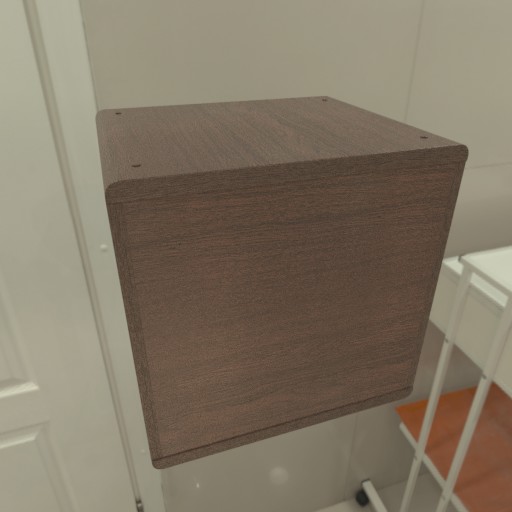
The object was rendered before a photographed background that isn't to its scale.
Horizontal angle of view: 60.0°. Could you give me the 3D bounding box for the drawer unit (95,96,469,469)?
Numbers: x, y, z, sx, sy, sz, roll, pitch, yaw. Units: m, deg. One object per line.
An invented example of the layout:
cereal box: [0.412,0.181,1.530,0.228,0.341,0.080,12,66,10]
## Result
drawer unit: [0.000,0.000,0.585,0.344,0.344,0.290,-9,31,-16]
